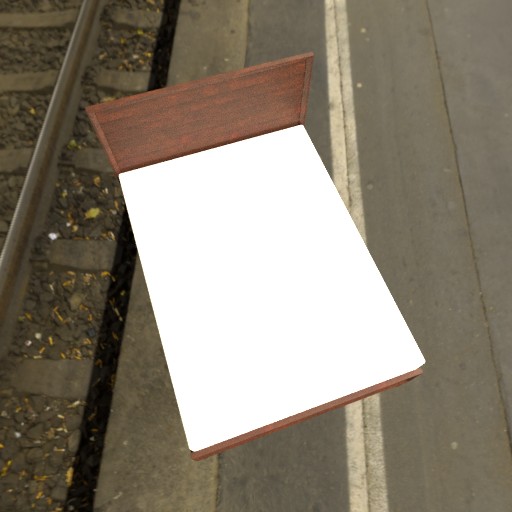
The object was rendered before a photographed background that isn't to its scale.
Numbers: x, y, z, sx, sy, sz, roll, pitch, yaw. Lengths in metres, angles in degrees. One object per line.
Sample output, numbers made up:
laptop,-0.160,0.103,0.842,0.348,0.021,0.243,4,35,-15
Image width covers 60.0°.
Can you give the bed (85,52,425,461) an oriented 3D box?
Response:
bed,0.000,0.000,3.116,1.600,1.270,2.184,-17,65,-8
